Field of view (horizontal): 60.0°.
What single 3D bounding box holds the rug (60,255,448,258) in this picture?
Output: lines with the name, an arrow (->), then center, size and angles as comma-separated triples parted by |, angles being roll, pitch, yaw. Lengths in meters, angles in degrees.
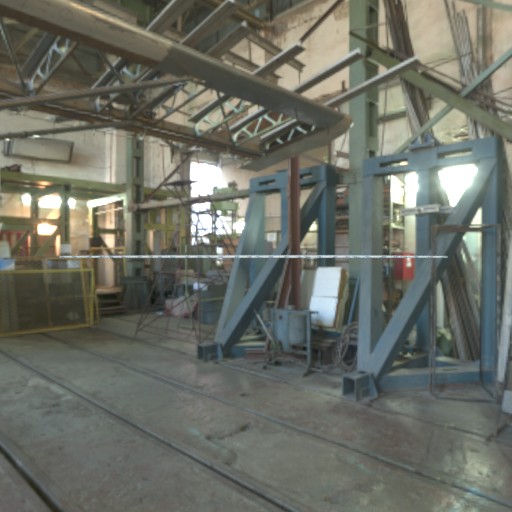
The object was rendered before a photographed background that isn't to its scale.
rug -> 0.000, 0.000, 2.961 | 1.526, 0.008, 2.441 | 0, 0, 1
